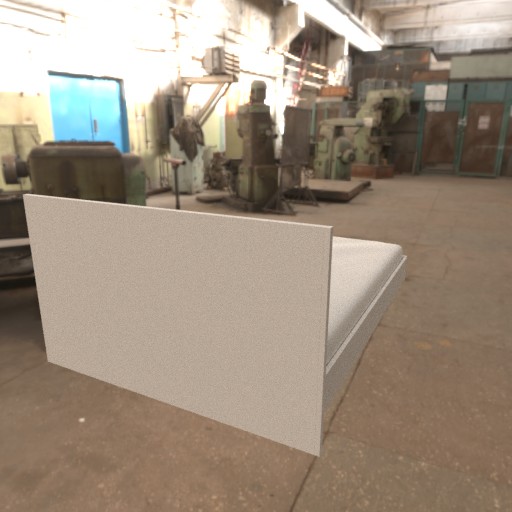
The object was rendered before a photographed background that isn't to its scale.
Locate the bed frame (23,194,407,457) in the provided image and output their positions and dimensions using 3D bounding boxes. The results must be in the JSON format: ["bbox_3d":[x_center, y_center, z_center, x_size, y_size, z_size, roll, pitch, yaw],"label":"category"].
[{"bbox_3d":[0.000,0.000,3.020,1.711,1.001,2.100,8,19,26],"label":"bed frame"}]
